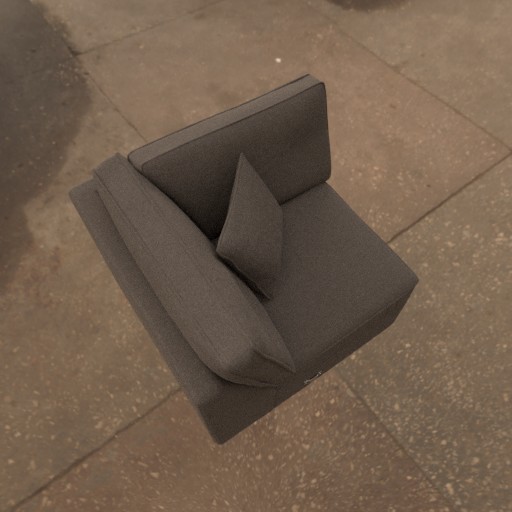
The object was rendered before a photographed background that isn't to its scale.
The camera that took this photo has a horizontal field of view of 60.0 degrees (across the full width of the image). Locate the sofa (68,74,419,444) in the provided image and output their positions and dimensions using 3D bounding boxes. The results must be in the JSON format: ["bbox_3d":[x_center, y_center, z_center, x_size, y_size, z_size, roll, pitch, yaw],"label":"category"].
[{"bbox_3d":[0.000,0.000,2.011,1.146,1.002,1.084,-30,63,-17],"label":"sofa"}]
